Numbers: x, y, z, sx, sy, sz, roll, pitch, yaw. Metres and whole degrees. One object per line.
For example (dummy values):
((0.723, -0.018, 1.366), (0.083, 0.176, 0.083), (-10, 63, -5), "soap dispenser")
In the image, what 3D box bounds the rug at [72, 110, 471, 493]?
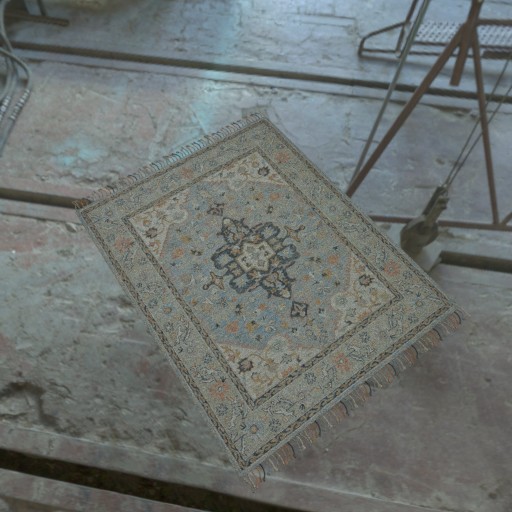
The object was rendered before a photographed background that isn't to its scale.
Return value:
((0.000, 0.000, 4.208), (2.379, 0.011, 3.221), (-32, 65, -17), "rug")
